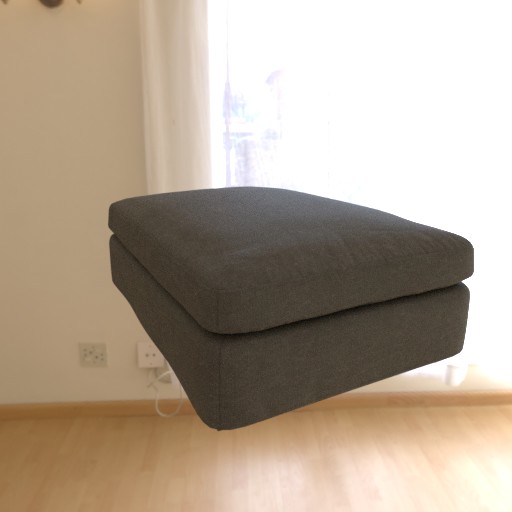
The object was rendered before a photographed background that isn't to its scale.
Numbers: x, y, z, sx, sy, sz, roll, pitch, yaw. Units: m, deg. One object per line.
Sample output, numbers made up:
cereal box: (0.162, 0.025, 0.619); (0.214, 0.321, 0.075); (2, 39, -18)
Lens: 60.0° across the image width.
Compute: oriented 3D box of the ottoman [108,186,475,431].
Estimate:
ottoman: (0.000, 0.000, 1.586); (0.840, 0.429, 1.199); (-8, 18, -27)
